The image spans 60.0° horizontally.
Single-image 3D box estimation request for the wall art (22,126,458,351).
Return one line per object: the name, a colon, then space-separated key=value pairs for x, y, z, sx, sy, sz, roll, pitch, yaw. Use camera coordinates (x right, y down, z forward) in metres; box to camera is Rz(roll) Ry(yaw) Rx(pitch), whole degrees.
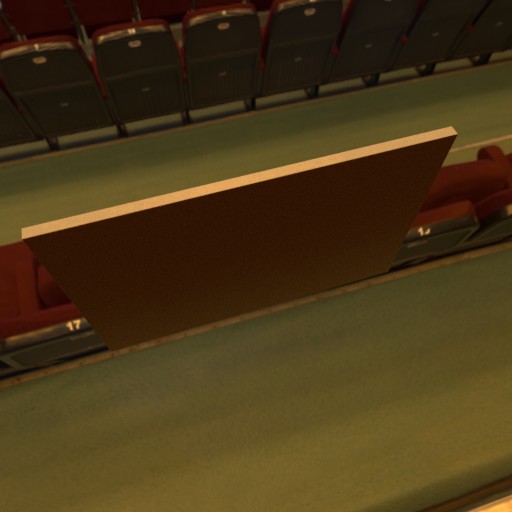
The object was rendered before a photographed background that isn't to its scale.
wall art: x=0.000 y=0.000 z=1.174 sx=0.932 sy=0.610 sz=0.027 roll=-15 pitch=59 yaw=-9
